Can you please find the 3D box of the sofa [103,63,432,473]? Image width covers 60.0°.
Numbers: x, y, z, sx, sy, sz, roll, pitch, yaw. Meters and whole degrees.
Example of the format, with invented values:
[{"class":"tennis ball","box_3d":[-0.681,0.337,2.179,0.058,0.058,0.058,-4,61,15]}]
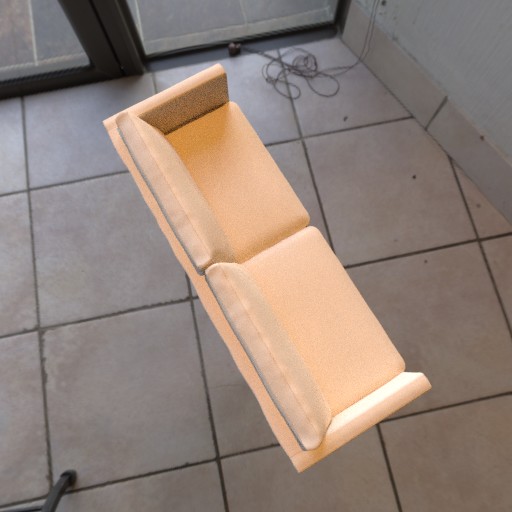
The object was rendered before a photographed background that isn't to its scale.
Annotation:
[{"class":"sofa","box_3d":[0.000,0.000,3.332,1.036,0.999,2.779,-30,78,-7]}]
